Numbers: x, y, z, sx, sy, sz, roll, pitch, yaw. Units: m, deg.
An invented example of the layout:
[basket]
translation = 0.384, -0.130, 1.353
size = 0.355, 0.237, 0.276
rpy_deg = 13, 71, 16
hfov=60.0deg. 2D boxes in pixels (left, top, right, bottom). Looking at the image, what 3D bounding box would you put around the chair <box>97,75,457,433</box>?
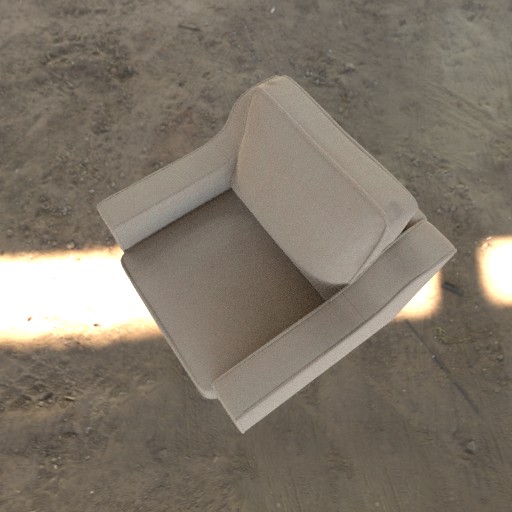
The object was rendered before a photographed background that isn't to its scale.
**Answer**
[chair]
translation = 0.000, 0.000, 1.672
size = 0.882, 0.948, 0.922
rpy_deg = -33, 68, -15
